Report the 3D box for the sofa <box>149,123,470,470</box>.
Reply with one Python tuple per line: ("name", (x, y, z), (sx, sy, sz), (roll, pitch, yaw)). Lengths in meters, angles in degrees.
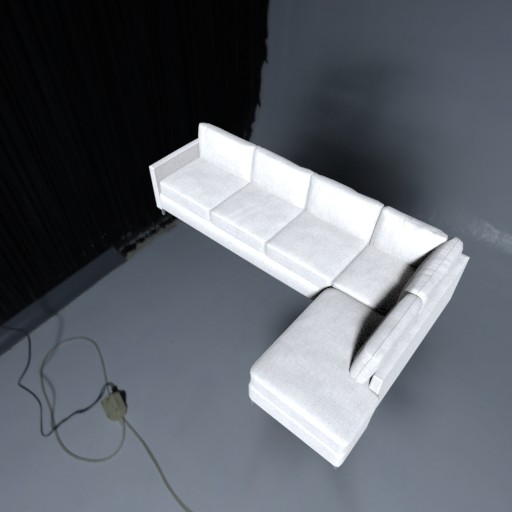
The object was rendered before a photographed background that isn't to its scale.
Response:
("sofa", (0.000, 0.000, 4.307), (3.331, 0.964, 2.077), (31, 53, 27))
